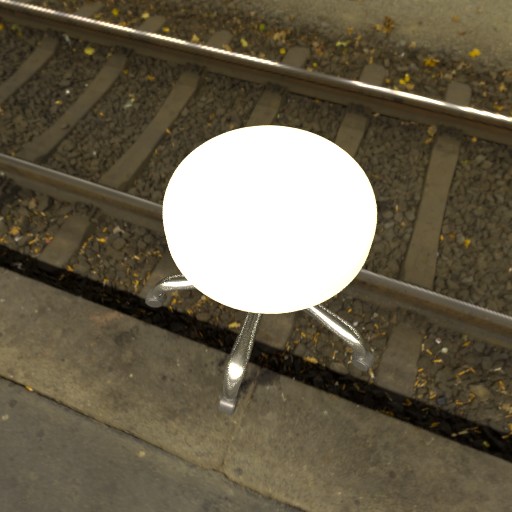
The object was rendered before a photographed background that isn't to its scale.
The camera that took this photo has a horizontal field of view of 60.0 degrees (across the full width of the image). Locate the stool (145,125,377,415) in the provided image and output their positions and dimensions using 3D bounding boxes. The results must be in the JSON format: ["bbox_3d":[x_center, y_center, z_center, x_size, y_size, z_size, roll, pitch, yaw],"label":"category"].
[{"bbox_3d":[0.000,0.000,1.057,0.614,0.482,0.634,0,57,0],"label":"stool"}]
